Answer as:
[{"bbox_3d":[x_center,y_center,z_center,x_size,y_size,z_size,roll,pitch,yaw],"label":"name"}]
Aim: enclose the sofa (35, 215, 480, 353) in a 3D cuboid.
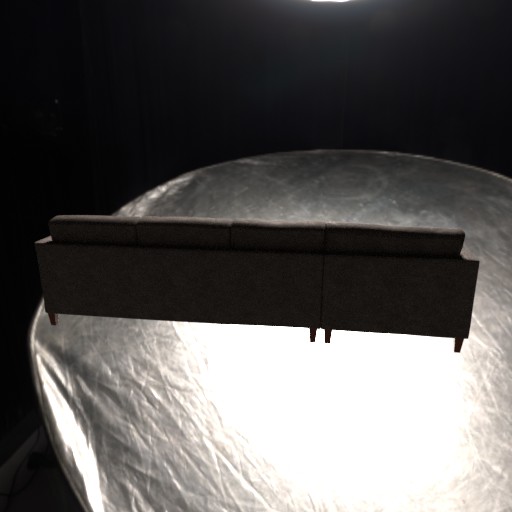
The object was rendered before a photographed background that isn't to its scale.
[{"bbox_3d":[0.000,0.000,4.197,3.471,0.954,1.606,2,17,8],"label":"sofa"}]
